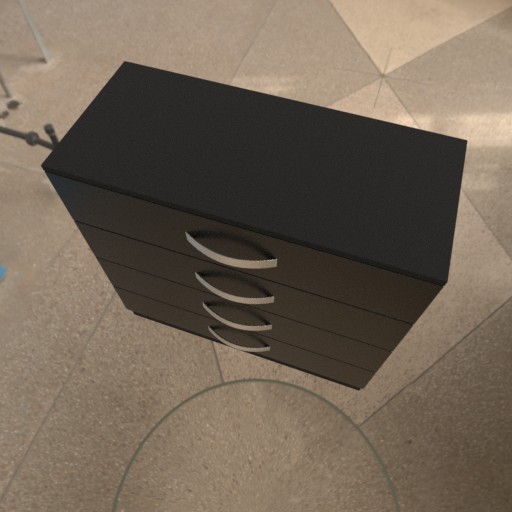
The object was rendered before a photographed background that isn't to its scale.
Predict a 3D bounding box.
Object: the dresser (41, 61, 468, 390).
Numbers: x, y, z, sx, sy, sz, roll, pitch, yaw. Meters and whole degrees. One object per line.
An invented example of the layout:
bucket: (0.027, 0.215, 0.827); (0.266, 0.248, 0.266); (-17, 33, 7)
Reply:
dresser: (0.000, 0.000, 1.148); (0.750, 0.720, 0.360); (17, 60, 10)
